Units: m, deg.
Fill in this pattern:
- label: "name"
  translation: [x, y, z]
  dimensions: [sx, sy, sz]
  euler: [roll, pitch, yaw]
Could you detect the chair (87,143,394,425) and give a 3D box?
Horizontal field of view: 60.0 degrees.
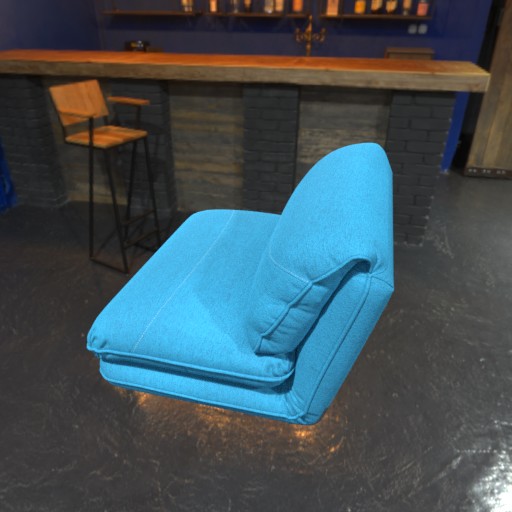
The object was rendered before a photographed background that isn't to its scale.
- label: "chair"
  translation: [0.000, 0.000, 1.394]
  dimensions: [0.780, 0.580, 0.820]
  euler: [7, 31, 13]
